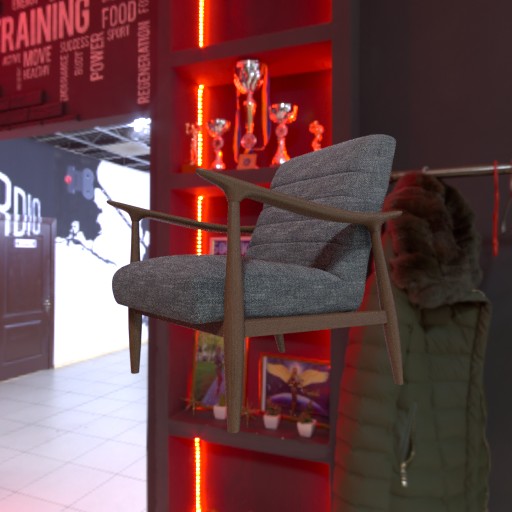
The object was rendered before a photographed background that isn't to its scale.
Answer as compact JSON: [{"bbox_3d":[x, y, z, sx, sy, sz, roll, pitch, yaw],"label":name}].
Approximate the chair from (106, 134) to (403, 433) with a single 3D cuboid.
[{"bbox_3d":[0.000,0.000,1.487,0.798,0.832,0.741,0,-1,-35],"label":"chair"}]
